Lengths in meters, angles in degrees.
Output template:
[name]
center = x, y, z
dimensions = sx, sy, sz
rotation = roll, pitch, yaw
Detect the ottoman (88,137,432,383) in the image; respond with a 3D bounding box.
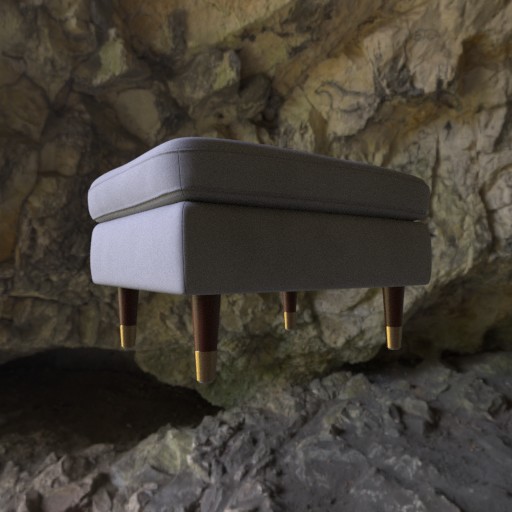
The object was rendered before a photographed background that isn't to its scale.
[ottoman]
center = 0.000, 0.000, 1.151
dimensions = 0.747, 0.478, 0.593
rotation = 1, -1, -35
